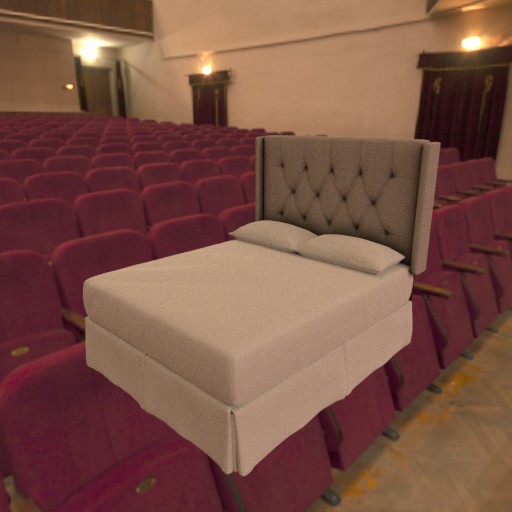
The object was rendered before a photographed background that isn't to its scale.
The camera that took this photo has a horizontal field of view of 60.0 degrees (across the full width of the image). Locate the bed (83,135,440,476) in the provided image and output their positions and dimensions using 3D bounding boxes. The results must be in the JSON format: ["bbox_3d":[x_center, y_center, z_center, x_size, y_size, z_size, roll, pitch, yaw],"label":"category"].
[{"bbox_3d":[0.000,0.000,3.291,1.719,1.665,2.066,16,23,41],"label":"bed"}]
